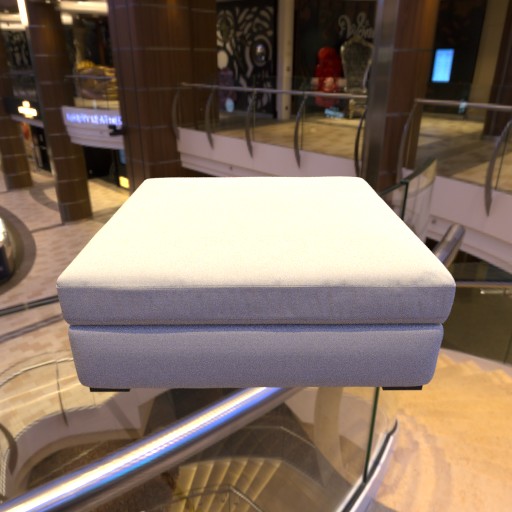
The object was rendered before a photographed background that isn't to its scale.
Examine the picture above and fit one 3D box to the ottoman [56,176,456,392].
[{"bbox_3d":[0.000,0.000,1.817,1.163,0.482,1.167,0,24,0],"label":"ottoman"}]
